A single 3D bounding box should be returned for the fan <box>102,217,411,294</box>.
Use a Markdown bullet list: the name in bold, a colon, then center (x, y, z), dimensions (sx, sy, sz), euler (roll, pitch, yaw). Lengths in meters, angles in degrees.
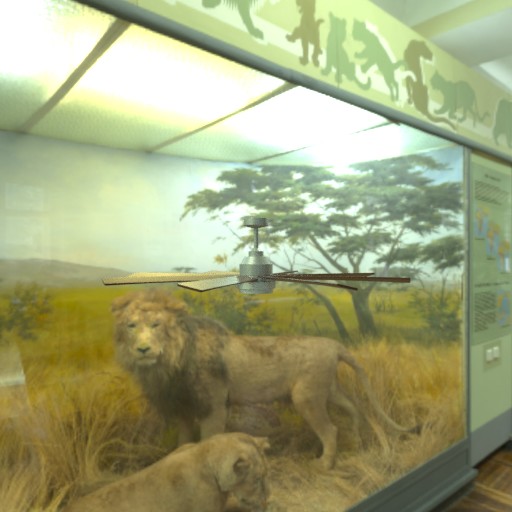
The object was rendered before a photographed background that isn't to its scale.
- **fan**: center (0.000, 0.000, 2.780), dimensions (1.830, 0.472, 1.830), euler (0, 0, 19)
